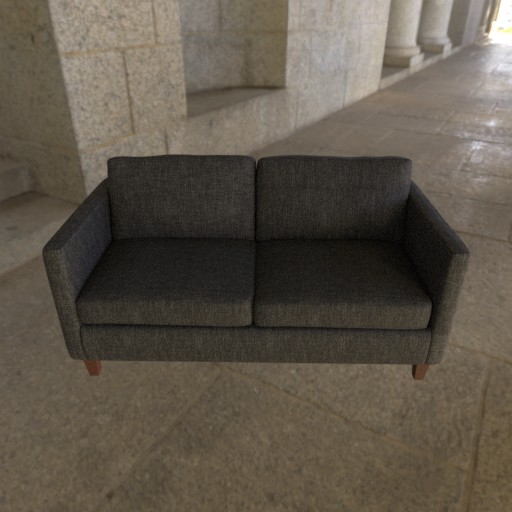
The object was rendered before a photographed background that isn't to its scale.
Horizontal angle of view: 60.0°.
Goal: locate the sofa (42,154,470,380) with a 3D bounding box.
[{"bbox_3d":[0.000,0.000,2.417,1.884,0.963,0.950,1,30,1],"label":"sofa"}]
